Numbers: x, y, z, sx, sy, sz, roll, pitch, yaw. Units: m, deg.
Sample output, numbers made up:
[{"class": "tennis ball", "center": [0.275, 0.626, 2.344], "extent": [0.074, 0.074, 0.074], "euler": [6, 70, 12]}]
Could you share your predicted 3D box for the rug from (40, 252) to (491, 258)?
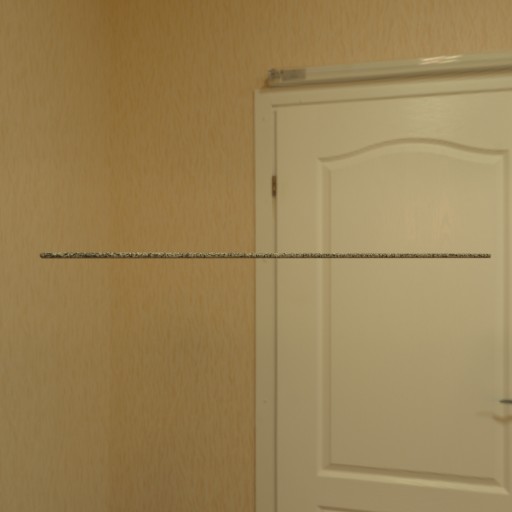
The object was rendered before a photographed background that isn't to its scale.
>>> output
[{"class": "rug", "center": [0.000, 0.000, 3.383], "extent": [2.743, 0.030, 1.778], "euler": [0, 0, -17]}]
